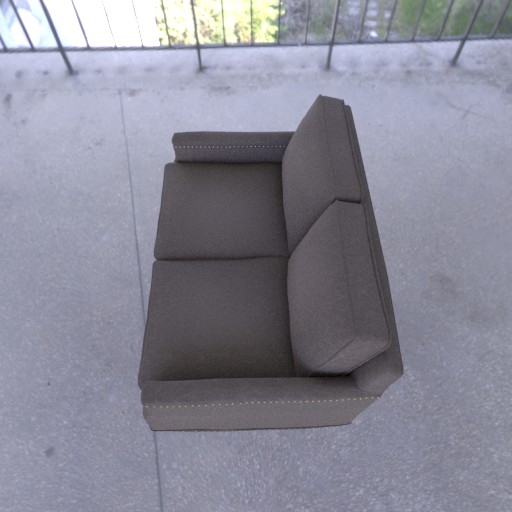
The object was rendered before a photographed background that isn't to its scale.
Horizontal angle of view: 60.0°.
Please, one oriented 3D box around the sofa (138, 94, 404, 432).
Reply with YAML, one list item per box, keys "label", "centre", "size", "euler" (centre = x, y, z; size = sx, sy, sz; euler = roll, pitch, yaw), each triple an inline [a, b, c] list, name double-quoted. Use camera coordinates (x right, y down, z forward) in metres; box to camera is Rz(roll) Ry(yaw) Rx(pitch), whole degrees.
- label: "sofa"
  centre: [0.000, 0.000, 2.311]
  size: [1.084, 1.003, 1.597]
  euler: [-1, 57, -1]
